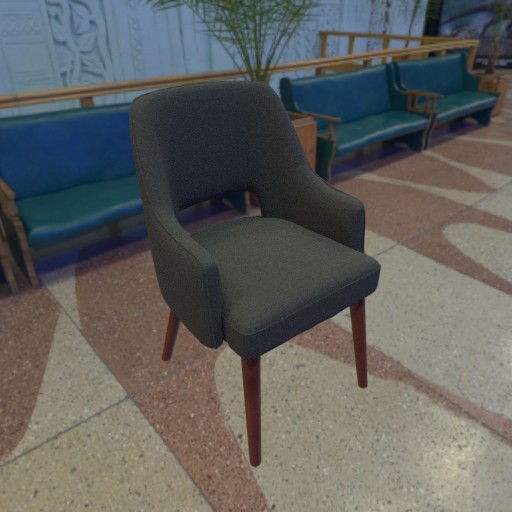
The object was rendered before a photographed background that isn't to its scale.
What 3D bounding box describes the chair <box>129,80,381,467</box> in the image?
[{"bbox_3d":[0.000,0.000,1.230,0.559,0.838,0.560,-22,37,-32],"label":"chair"}]
